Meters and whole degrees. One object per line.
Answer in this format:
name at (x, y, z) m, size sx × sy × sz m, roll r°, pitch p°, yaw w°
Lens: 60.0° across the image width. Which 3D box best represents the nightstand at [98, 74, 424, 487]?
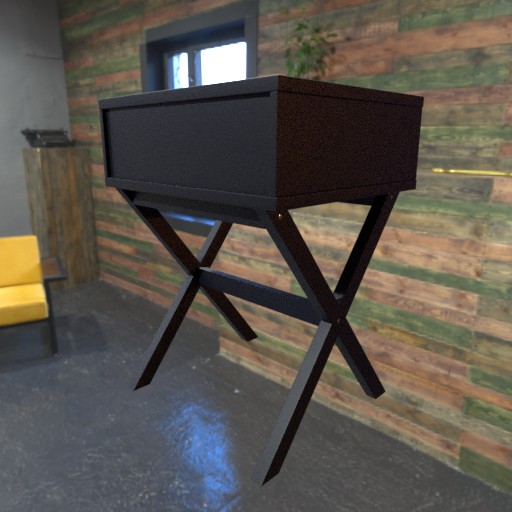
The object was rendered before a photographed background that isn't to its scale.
nightstand at (0.000, 0.000, 0.924) m, size 0.402 × 0.623 × 0.479 m, roll -14°, pitch 20°, yaw -43°
